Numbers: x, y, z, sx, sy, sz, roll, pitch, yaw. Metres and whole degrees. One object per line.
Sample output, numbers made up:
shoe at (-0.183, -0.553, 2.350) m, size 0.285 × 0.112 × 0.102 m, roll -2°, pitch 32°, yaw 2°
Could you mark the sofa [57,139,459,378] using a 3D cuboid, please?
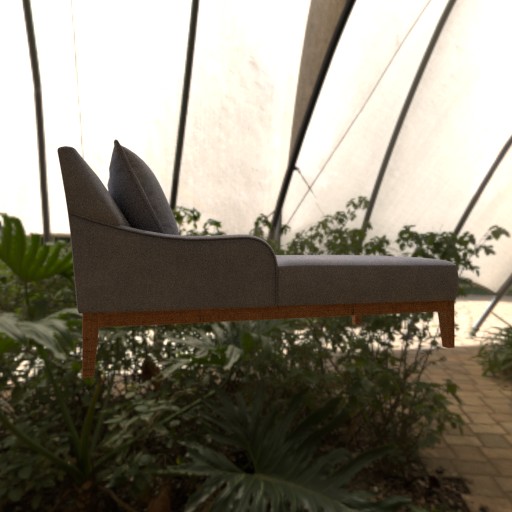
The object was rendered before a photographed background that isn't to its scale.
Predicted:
sofa at (0.000, 0.000, 2.250) m, size 1.779 × 0.883 × 0.904 m, roll 0°, pitch -1°, yaw -19°
